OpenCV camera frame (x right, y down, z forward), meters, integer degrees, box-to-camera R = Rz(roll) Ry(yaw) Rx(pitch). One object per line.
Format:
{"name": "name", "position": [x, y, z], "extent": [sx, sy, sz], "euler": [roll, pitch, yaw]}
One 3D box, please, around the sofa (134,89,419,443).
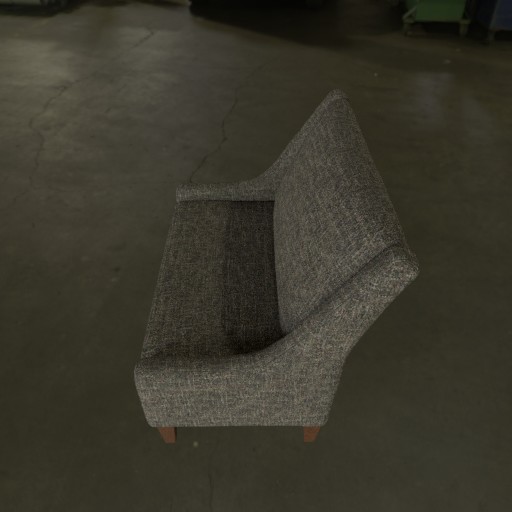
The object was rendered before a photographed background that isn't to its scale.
{"name": "sofa", "position": [0.000, 0.000, 1.935], "extent": [0.870, 1.021, 1.242], "euler": [0, 41, 0]}
